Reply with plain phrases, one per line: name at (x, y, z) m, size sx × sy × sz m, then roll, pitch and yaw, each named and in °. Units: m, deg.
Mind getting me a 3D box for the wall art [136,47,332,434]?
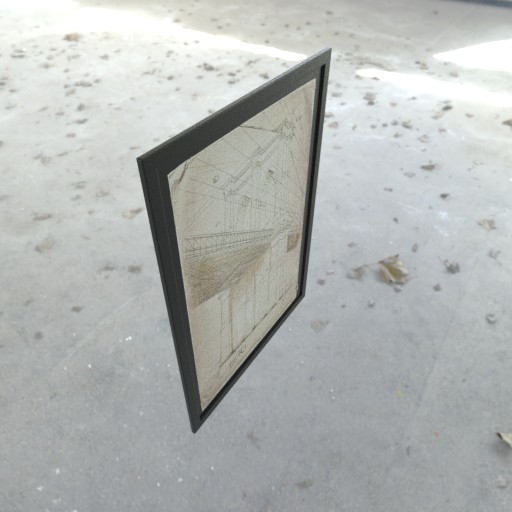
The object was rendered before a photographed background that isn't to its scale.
wall art at (0.000, 0.000, 1.287) m, size 0.013 × 0.967 × 0.707 m, roll 24°, pitch 47°, yaw 24°
